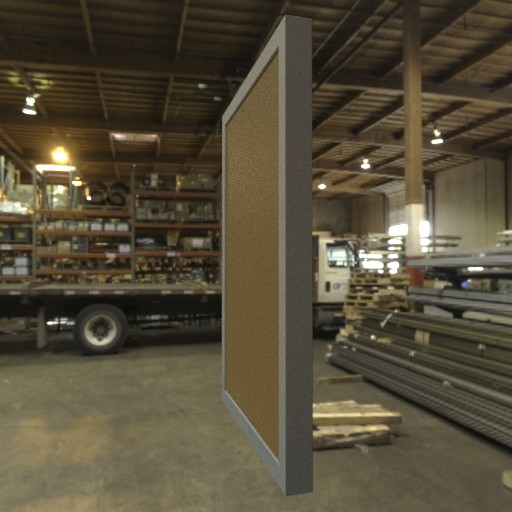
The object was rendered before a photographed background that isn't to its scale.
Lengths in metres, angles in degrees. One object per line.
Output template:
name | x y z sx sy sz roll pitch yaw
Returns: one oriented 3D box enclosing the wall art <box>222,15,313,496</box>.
wall art | 0.000 0.000 0.763 0.038 0.611 0.408 0 -1 -16
